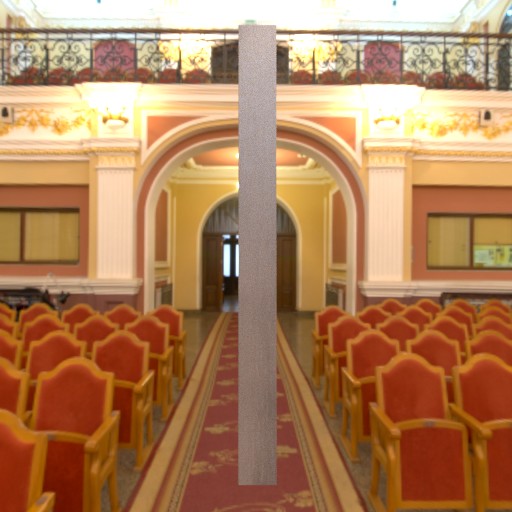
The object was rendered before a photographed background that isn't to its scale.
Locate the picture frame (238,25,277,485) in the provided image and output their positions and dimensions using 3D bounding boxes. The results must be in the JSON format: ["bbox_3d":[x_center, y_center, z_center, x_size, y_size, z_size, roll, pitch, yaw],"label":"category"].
[{"bbox_3d":[0.000,0.000,0.759,0.046,0.555,0.449,0,-1,0],"label":"picture frame"}]
